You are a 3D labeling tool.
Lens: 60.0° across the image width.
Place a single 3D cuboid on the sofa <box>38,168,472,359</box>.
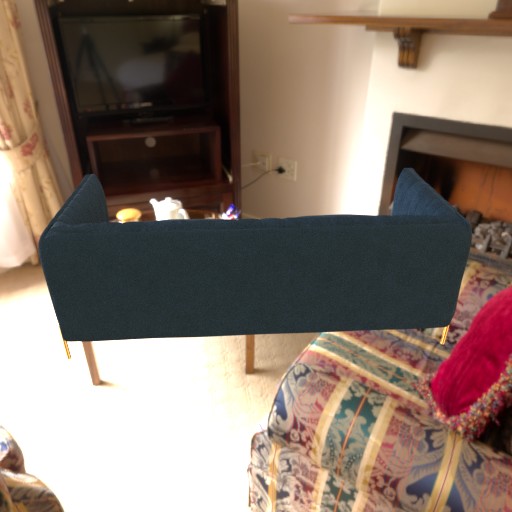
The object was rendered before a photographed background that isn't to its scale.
[{"bbox_3d":[0.000,0.000,2.606,2.136,0.793,0.896,-2,30,-3],"label":"sofa"}]
